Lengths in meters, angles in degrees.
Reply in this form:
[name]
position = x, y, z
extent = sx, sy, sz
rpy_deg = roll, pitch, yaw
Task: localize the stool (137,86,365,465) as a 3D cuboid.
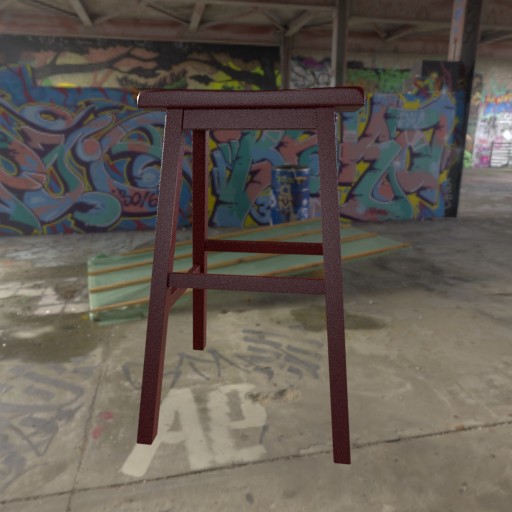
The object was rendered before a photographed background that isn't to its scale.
[stool]
position = 0.000, 0.000, 1.064
extent = 0.457, 0.737, 0.476
rpy_deg = 2, 15, 8
